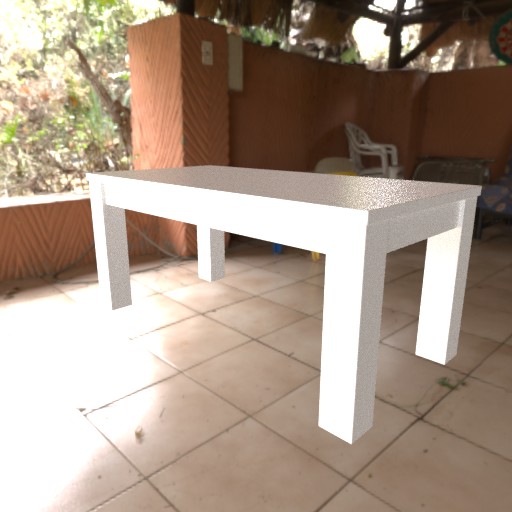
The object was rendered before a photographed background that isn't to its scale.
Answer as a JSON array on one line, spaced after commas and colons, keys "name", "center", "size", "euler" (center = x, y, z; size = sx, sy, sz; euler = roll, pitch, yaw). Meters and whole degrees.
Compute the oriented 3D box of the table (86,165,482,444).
[{"name": "table", "center": [0.000, 0.000, 2.284], "size": [1.800, 0.790, 0.900], "euler": [15, 21, 43]}]
